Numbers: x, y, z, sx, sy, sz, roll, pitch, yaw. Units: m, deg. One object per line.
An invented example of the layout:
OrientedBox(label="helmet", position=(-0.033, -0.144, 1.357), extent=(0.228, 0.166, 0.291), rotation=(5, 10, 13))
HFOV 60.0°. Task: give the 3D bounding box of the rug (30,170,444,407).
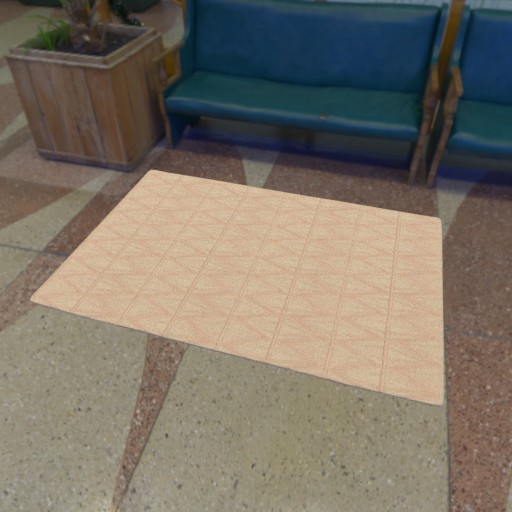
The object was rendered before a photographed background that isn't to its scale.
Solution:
OrientedBox(label="rug", position=(0.000, 0.000, 2.970), extent=(2.390, 0.015, 1.609), rotation=(11, 43, 13))
